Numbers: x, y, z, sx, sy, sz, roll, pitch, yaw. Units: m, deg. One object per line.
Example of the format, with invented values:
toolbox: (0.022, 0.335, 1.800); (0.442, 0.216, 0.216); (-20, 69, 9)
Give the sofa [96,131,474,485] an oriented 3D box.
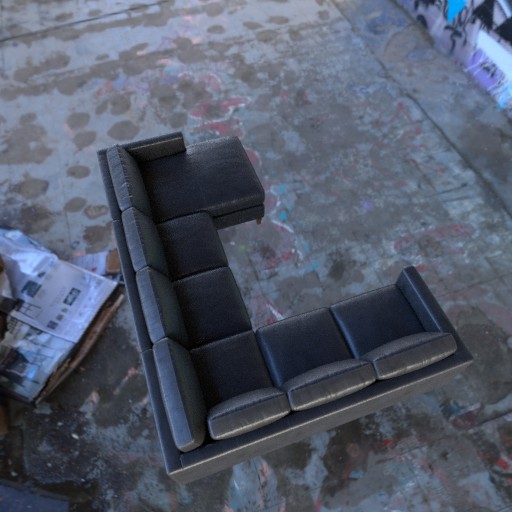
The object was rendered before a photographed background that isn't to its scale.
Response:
sofa: (0.000, 0.000, 4.320); (2.452, 0.891, 3.324); (-16, 58, -11)
